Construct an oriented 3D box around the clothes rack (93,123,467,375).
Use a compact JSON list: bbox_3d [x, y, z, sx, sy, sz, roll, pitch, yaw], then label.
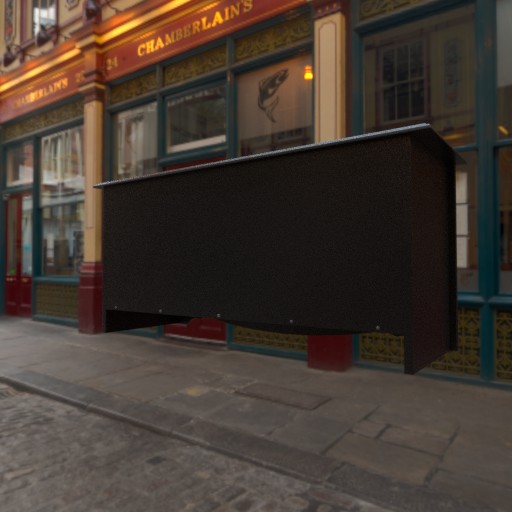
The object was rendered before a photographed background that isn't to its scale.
[{"bbox_3d":[0.000,0.000,1.470,1.219,0.556,0.406,-1,-2,36],"label":"clothes rack"}]
